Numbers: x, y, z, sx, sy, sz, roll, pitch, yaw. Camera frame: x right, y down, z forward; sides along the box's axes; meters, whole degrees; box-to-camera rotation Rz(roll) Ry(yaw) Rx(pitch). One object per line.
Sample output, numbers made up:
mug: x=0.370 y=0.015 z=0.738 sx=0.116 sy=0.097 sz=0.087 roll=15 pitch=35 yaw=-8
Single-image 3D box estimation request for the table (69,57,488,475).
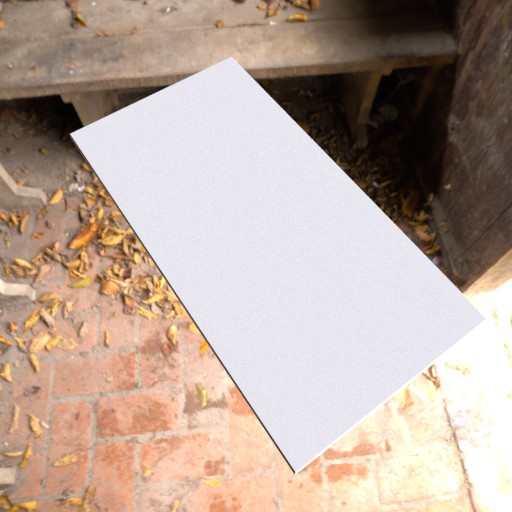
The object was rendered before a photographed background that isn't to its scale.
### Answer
table: x=0.000 y=0.000 z=1.346 sx=0.559 sy=0.457 sz=1.067 roll=-32 pitch=68 yaw=-15
